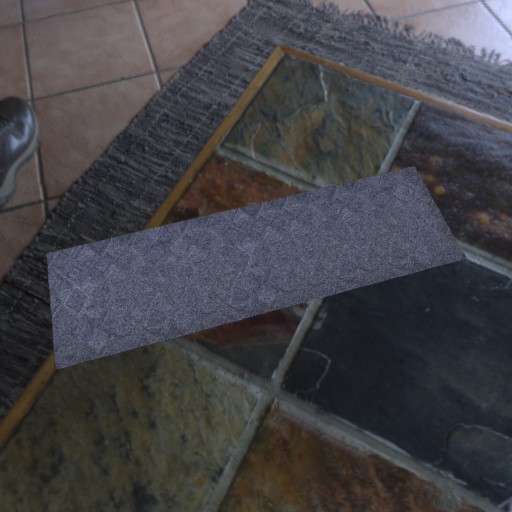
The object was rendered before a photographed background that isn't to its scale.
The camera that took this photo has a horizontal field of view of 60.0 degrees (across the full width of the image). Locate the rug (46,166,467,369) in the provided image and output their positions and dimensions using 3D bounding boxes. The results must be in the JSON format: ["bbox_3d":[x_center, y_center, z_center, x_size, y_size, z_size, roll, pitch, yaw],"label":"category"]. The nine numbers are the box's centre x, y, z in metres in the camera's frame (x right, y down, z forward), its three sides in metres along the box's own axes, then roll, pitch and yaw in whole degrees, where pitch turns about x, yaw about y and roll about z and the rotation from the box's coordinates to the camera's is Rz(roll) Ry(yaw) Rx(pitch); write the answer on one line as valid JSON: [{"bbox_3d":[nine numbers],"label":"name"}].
[{"bbox_3d":[0.000,0.000,2.523,2.296,0.011,0.691,-14,63,-7],"label":"rug"}]
